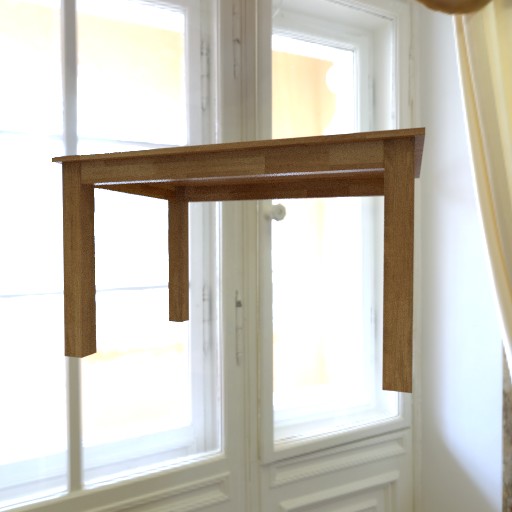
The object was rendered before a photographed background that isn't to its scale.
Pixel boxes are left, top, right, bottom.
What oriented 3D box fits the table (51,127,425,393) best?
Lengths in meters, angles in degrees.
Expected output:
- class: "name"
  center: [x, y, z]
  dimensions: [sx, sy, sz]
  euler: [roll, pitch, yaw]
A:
- class: "table"
  center: [0.000, 0.000, 1.868]
  dimensions: [1.300, 0.750, 0.900]
  euler: [1, 2, 19]
